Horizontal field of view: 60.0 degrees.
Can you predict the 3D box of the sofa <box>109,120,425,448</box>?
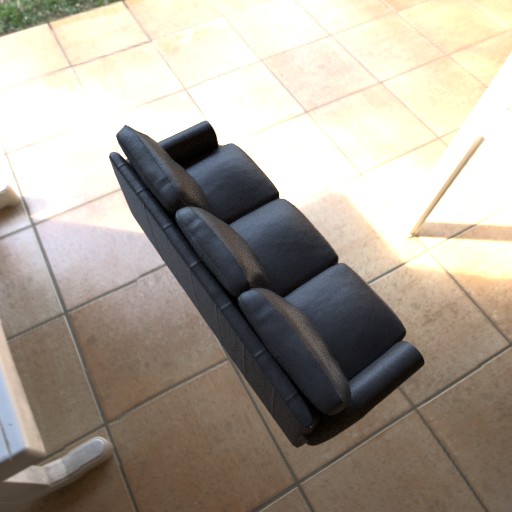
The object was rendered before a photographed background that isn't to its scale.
[{"bbox_3d":[0.000,0.000,2.990,0.974,0.977,2.387,-32,65,-17],"label":"sofa"}]
